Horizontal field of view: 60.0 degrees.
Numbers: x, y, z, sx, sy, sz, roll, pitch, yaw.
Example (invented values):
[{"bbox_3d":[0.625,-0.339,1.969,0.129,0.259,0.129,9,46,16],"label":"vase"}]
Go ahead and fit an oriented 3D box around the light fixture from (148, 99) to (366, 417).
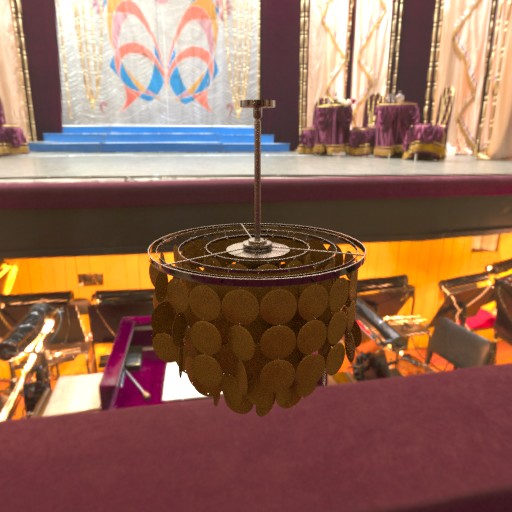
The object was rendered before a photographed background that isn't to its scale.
[{"bbox_3d":[0.000,0.000,0.744,0.368,0.492,0.368,0,16,0],"label":"light fixture"}]
